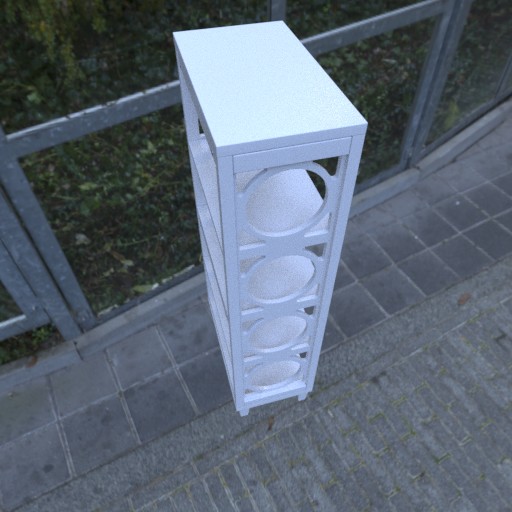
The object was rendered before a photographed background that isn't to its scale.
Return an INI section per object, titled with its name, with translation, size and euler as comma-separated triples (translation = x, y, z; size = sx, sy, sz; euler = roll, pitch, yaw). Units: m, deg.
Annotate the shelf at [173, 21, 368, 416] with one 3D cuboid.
[shelf]
translation = 0.000, 0.000, 1.658
size = 0.340, 1.411, 0.611
euler = -12, 49, -10
